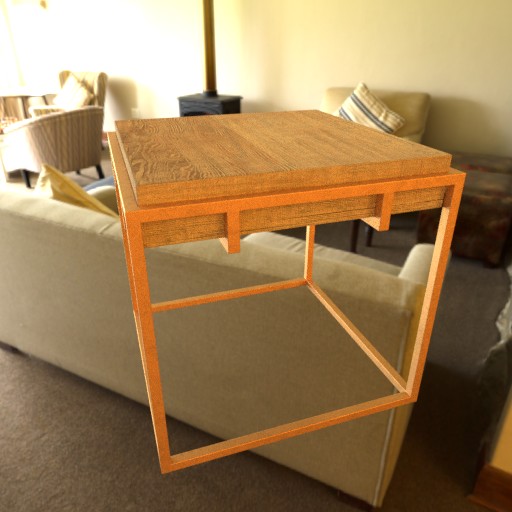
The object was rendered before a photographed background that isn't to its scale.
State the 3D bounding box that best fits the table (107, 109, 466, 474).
[{"bbox_3d":[0.000,0.000,1.086,0.599,0.584,0.599,-9,28,-17],"label":"table"}]
